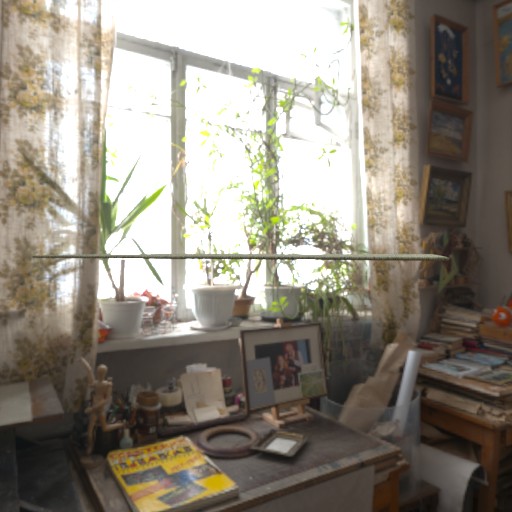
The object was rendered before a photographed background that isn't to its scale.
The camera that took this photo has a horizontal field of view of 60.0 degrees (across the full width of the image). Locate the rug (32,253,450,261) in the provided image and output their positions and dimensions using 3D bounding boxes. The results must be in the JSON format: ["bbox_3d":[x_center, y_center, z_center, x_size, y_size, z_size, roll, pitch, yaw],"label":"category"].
[{"bbox_3d":[0.000,0.000,2.402,1.846,0.014,1.243,0,1,19],"label":"rug"}]
